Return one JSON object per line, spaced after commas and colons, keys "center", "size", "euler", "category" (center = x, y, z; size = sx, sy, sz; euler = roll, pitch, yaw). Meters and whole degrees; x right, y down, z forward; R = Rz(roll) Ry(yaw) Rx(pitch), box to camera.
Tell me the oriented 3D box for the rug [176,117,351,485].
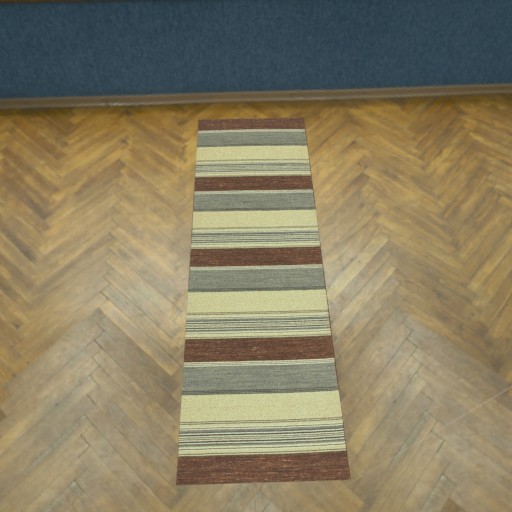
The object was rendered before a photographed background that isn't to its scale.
{"center": [0.000, 0.000, 2.664], "size": [0.792, 0.006, 2.437], "euler": [-1, 57, -1], "category": "rug"}
